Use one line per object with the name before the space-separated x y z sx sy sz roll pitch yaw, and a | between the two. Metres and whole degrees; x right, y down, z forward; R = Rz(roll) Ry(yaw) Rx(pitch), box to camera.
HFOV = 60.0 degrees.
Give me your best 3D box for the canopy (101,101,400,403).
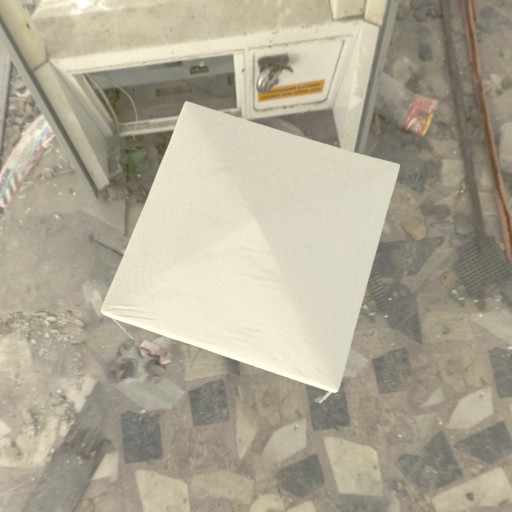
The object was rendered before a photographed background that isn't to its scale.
canopy | 0.000 0.000 6.635 3.600 3.600 3.599 18 78 4
